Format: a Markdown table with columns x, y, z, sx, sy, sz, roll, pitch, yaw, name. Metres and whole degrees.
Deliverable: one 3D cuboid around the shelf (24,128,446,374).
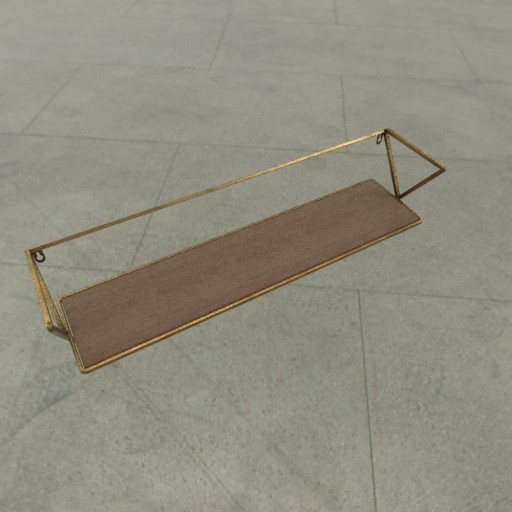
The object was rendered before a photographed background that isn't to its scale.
| x | y | z | sx | sy | sz | roll | pitch | yaw | name |
| --- | --- | --- | --- | --- | --- | --- | --- | --- | --- |
| 0.000 | 0.000 | 0.752 | 0.645 | 0.229 | 0.150 | -22 | 50 | -20 | shelf |
